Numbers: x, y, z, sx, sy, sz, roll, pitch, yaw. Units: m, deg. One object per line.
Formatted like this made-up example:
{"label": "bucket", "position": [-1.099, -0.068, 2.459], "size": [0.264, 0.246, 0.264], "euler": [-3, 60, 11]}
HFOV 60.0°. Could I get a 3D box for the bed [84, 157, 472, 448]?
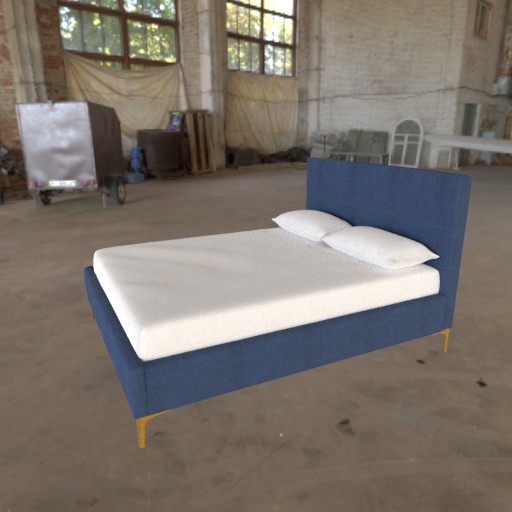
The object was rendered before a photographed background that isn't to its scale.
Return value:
{"label": "bed", "position": [0.000, 0.000, 3.174], "size": [2.172, 1.231, 1.723], "euler": [-8, 18, -26]}
